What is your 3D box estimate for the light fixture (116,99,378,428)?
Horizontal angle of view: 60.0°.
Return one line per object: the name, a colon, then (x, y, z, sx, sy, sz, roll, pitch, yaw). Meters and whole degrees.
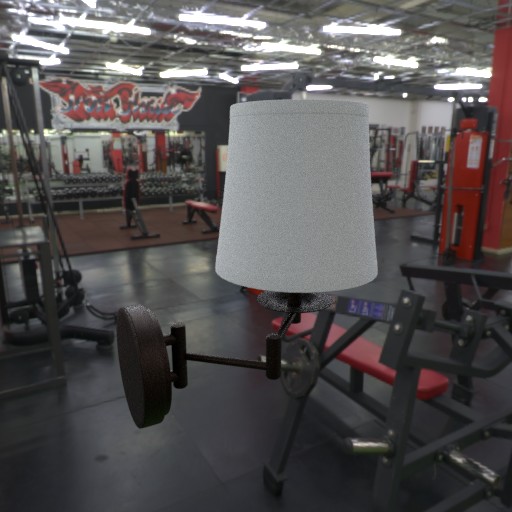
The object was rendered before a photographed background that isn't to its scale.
light fixture: (0.000, 0.000, 0.264, 0.157, 0.172, 0.100, -7, 15, -27)
